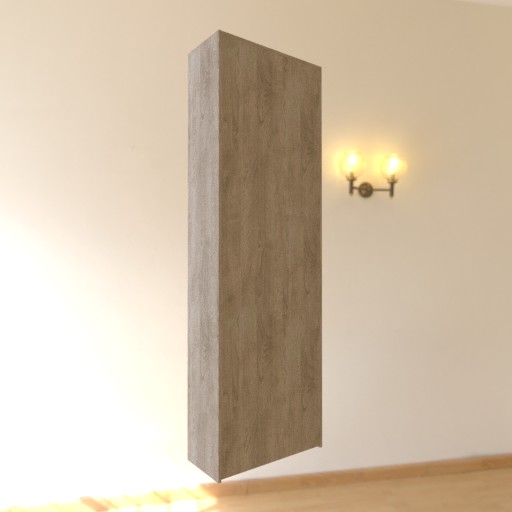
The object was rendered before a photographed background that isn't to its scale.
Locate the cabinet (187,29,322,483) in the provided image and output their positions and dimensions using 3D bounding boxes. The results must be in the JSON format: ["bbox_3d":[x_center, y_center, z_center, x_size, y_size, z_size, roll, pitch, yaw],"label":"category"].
[{"bbox_3d":[0.000,0.000,1.846,0.520,1.630,0.250,0,-1,-37],"label":"cabinet"}]
